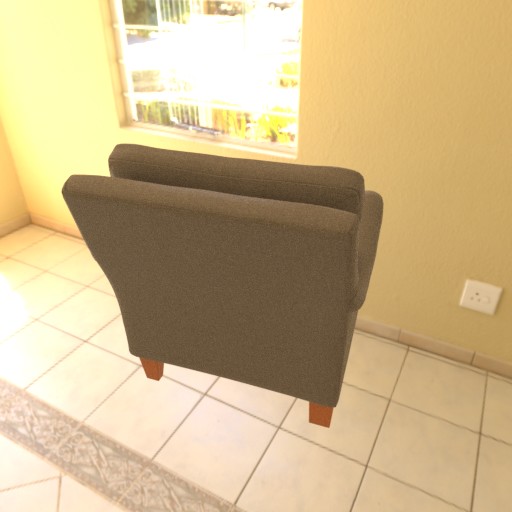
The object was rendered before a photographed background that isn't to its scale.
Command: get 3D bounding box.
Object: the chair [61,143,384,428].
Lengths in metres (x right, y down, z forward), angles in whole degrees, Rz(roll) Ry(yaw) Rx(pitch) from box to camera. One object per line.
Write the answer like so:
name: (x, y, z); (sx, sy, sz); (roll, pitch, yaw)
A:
chair: (0.000, 0.000, 1.851); (0.955, 1.038, 1.070); (10, 33, 16)
